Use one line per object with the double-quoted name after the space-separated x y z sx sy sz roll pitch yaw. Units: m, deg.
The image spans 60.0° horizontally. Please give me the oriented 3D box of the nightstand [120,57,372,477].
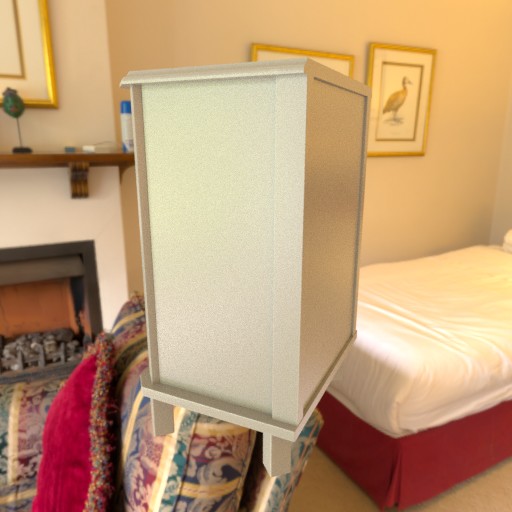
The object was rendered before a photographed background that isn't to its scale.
0.000 0.000 0.922 0.348 0.680 0.435 7 17 25 "nightstand"
